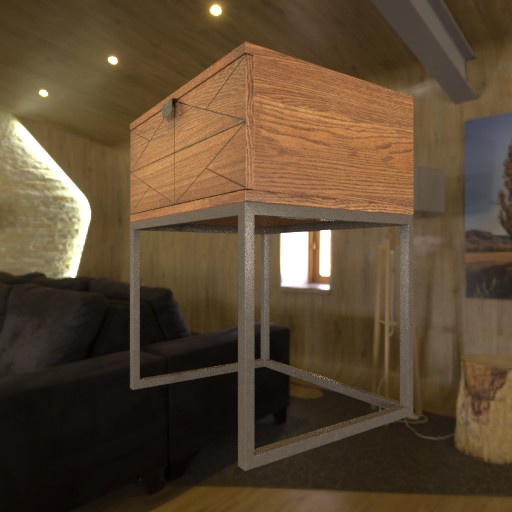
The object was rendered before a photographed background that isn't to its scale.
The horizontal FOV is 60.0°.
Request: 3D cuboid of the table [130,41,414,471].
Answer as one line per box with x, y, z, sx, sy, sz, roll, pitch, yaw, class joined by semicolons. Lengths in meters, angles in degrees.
0.000;0.000;0.932;0.400;0.610;0.482;0;0;-35;table
